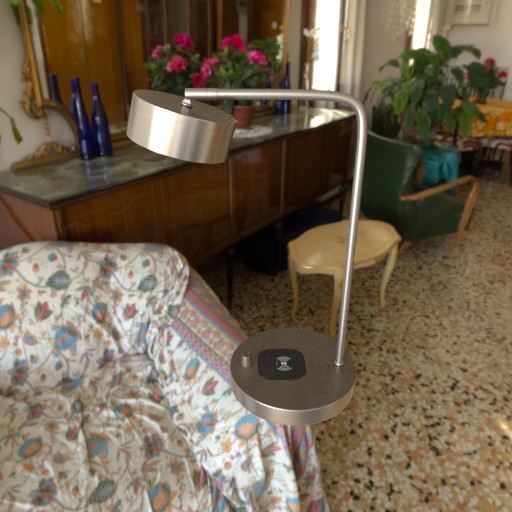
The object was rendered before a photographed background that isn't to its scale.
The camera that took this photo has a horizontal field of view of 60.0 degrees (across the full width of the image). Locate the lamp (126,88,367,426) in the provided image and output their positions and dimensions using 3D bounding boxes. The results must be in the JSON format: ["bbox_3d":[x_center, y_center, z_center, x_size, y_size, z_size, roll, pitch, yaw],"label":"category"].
[{"bbox_3d":[0.000,0.000,0.660,0.334,0.469,0.211,0,26,-1],"label":"lamp"}]
